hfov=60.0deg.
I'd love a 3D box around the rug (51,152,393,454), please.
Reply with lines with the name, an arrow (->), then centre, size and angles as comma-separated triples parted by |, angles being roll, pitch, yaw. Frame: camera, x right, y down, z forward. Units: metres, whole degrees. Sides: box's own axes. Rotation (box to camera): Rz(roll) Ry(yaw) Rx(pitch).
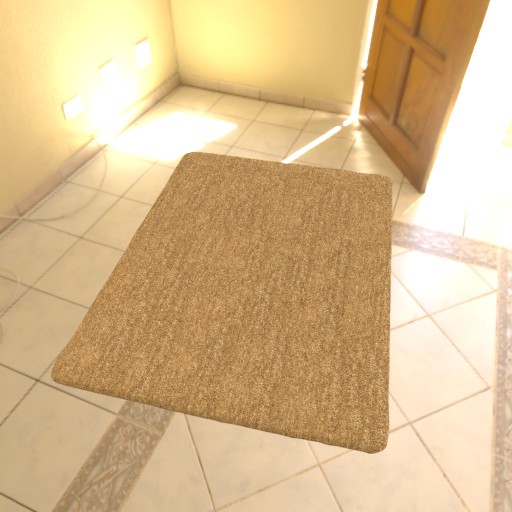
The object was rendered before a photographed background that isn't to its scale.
rug -> 0.000, 0.000, 3.737 | 2.242, 0.050, 2.873 | 9, 46, 9
